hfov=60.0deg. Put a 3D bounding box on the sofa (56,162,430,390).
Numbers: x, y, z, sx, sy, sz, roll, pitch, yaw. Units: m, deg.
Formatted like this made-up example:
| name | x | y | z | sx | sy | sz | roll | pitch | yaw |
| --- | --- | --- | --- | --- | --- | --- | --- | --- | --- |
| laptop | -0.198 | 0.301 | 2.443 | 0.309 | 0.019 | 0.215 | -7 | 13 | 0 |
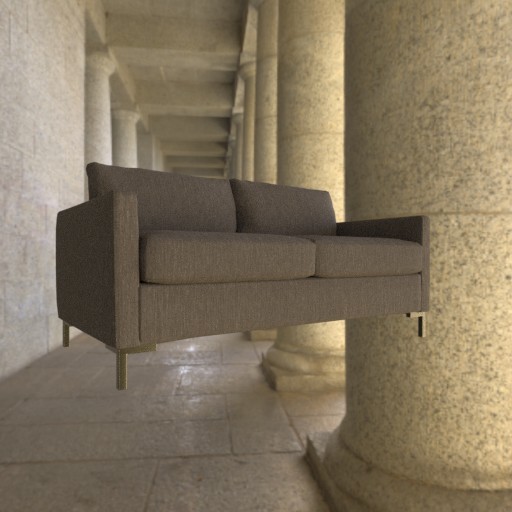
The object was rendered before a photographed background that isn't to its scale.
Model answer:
| name | x | y | z | sx | sy | sz | roll | pitch | yaw |
| --- | --- | --- | --- | --- | --- | --- | --- | --- | --- |
| sofa | 0.000 | 0.000 | 2.171 | 1.682 | 0.840 | 0.875 | 0 | 0 | -35 |
